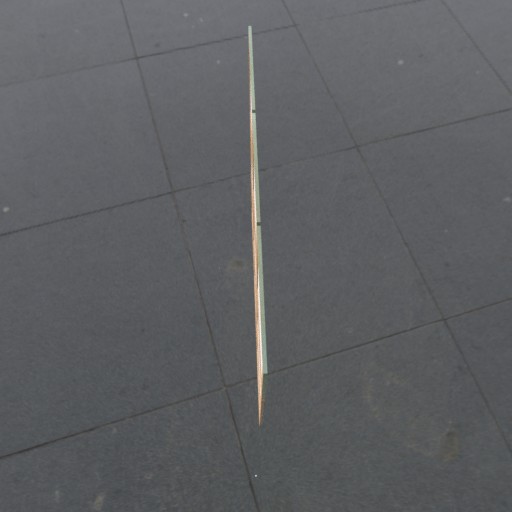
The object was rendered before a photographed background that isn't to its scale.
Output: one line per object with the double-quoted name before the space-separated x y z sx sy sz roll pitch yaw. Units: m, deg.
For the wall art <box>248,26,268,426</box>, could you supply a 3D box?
"wall art" 0.000 0.000 2.305 0.013 1.523 1.517 -2 64 -1
